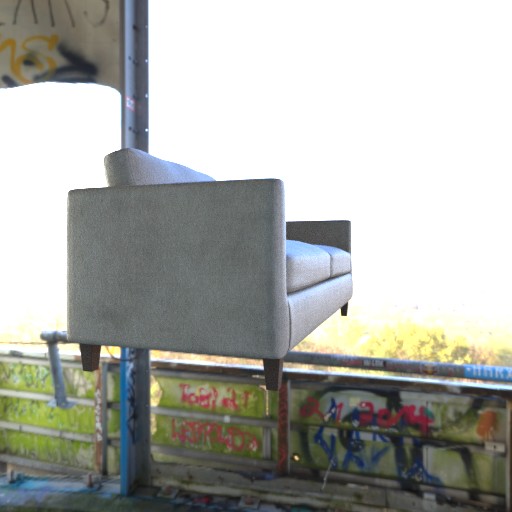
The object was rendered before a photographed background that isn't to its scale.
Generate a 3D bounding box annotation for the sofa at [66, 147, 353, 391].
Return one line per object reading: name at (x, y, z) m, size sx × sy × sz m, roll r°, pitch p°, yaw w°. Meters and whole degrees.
sofa at (0.000, 0.000, 2.701) m, size 0.951 × 0.965 × 2.208 m, roll 0°, pitch 0°, yaw 19°
